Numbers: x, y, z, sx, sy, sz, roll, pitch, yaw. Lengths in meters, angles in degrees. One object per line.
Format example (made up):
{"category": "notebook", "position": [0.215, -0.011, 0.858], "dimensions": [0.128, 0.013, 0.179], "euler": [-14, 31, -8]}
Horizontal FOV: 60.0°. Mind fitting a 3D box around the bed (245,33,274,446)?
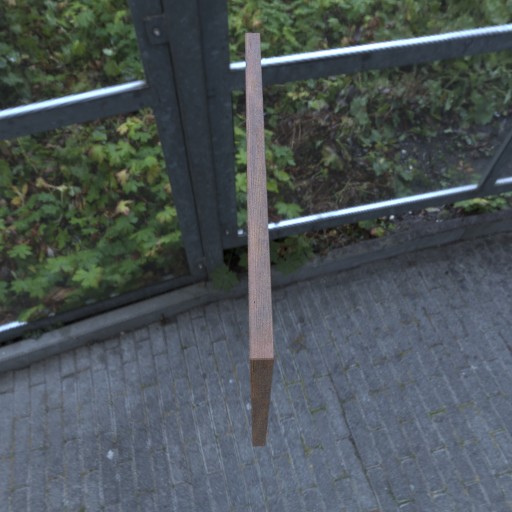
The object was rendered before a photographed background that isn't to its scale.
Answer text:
{"category": "bed", "position": [0.000, 0.000, 1.496], "dimensions": [0.046, 0.942, 1.046], "euler": [-1, 58, -1]}
